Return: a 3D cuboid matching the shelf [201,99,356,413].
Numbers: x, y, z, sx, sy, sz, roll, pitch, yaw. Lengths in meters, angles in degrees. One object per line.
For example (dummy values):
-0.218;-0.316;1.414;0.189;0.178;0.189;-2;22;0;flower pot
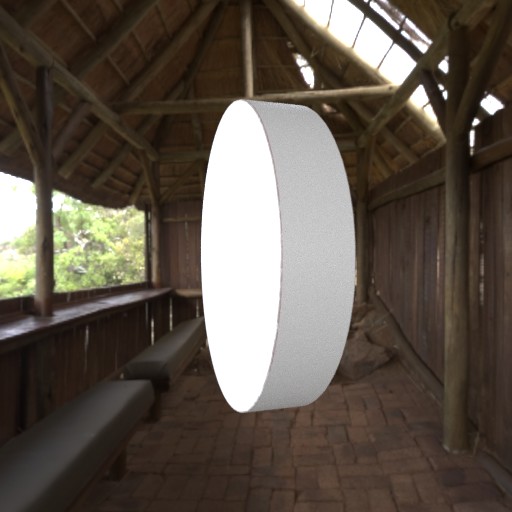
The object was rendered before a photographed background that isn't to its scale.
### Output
0.000;0.000;1.226;0.158;0.807;0.806;0;1;-17;shelf
